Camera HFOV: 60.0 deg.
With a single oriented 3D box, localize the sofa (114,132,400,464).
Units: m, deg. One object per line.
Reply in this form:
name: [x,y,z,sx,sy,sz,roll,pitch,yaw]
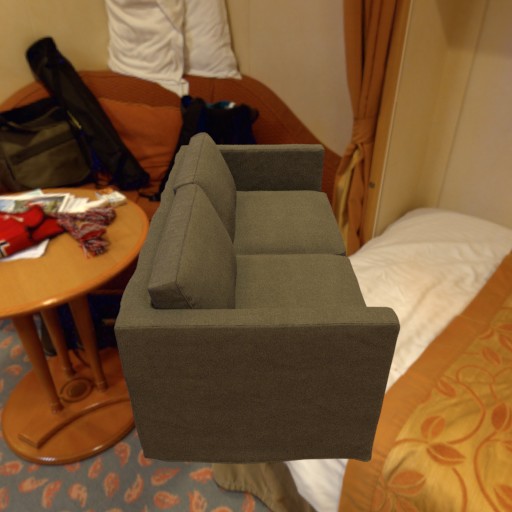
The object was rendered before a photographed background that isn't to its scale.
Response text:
sofa: [0.000,0.000,2.323,0.974,0.854,1.802,-1,33,-1]
